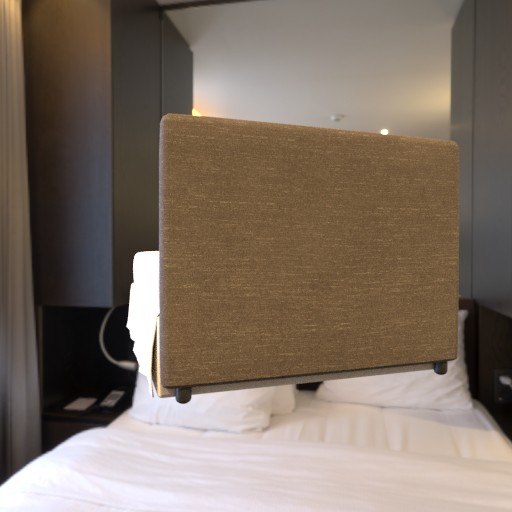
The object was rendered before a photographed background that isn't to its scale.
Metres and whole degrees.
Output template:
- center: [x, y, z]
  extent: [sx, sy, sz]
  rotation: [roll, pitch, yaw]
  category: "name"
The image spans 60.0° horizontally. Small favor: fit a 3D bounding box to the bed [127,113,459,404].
- center: [0.000, 0.000, 3.215]
  extent: [1.723, 1.330, 2.142]
  rotation: [0, 1, -19]
  category: "bed"
